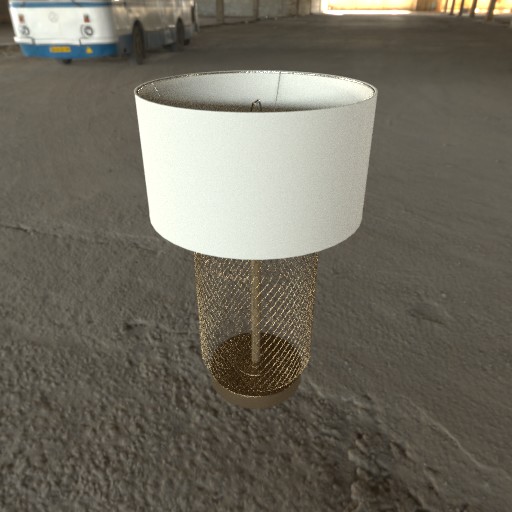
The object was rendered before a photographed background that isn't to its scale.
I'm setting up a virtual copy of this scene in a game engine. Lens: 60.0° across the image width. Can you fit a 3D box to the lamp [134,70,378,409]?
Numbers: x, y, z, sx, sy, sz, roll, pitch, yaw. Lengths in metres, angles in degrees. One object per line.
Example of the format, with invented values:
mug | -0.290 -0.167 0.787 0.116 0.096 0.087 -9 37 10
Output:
lamp | 0.000 0.000 0.800 0.353 0.578 0.353 0 30 0
